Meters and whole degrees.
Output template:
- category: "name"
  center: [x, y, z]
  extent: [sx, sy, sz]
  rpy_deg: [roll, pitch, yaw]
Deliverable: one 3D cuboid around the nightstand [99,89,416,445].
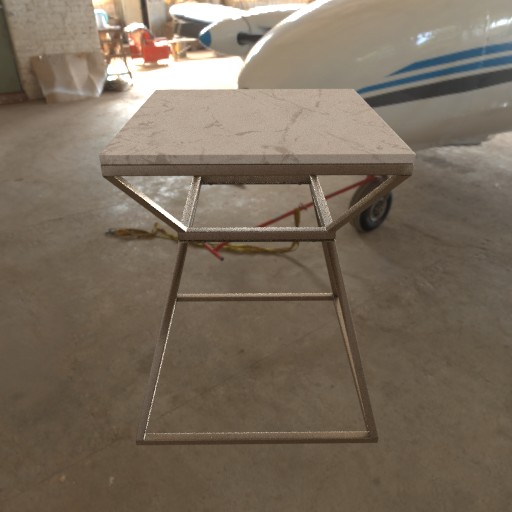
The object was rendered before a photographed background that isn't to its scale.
- category: "nightstand"
  center: [0.000, 0.000, 0.882]
  extent: [0.455, 0.554, 0.455]
  rpy_deg: [0, 32, -1]
